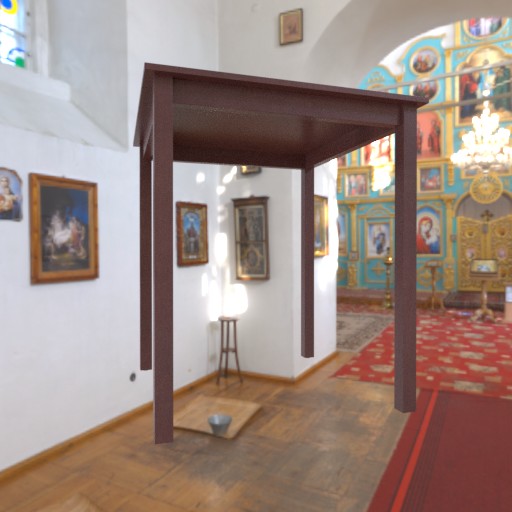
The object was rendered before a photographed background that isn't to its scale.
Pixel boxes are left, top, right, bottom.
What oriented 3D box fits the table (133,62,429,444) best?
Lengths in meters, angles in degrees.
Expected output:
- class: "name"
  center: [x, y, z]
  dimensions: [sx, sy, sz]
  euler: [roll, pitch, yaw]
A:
- class: "table"
  center: [0.000, 0.000, 1.667]
  dimensions: [0.861, 0.991, 0.861]
  euler: [0, 0, -17]
